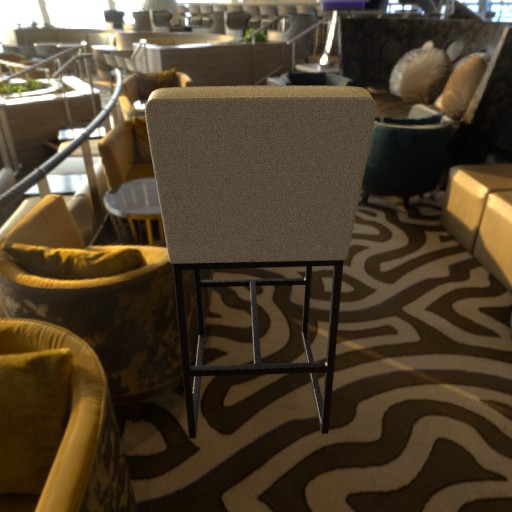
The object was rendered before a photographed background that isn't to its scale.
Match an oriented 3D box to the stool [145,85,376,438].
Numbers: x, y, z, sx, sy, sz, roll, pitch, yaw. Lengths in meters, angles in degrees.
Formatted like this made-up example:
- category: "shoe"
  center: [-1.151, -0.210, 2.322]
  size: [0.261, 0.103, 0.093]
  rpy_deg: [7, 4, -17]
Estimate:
- category: "stool"
  center: [0.000, 0.000, 1.336]
  size: [0.460, 1.040, 0.560]
  rpy_deg: [-1, 30, -2]
